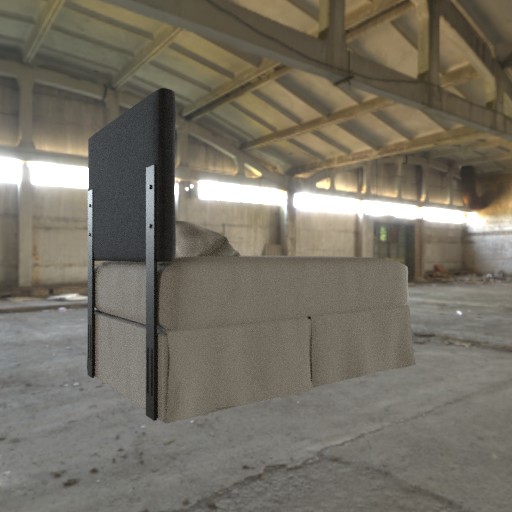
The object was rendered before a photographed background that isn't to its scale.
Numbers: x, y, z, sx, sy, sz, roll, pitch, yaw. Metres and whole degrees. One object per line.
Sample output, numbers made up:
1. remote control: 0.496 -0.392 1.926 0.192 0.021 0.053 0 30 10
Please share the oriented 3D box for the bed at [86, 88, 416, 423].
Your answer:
1. bed: 0.000 0.000 3.094 1.997 1.571 1.261 0 0 -37
